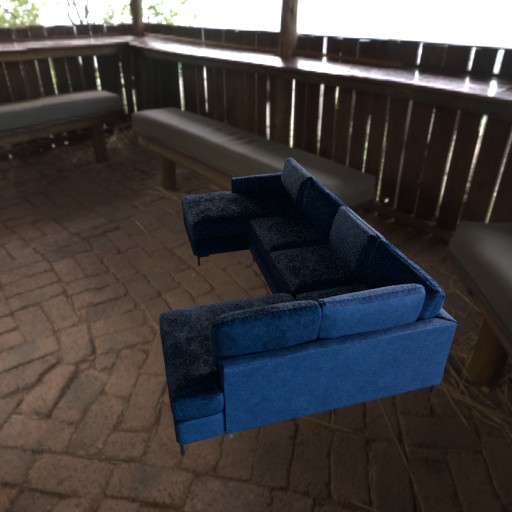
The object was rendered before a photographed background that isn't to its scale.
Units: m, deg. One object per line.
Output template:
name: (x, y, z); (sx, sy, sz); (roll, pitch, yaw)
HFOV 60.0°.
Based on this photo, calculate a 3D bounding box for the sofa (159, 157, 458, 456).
sofa: (0.000, 0.000, 4.438); (2.055, 0.992, 3.434); (-8, 31, -13)
